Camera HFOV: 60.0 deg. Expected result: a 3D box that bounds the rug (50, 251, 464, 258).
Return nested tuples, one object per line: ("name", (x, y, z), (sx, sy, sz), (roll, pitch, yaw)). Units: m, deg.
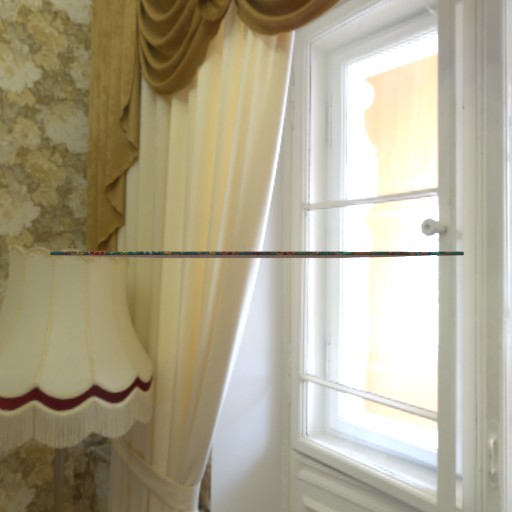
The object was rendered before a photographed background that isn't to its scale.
("rug", (0.000, 0.000, 4.192), (2.434, 0.025, 3.204), (0, -1, 0))
